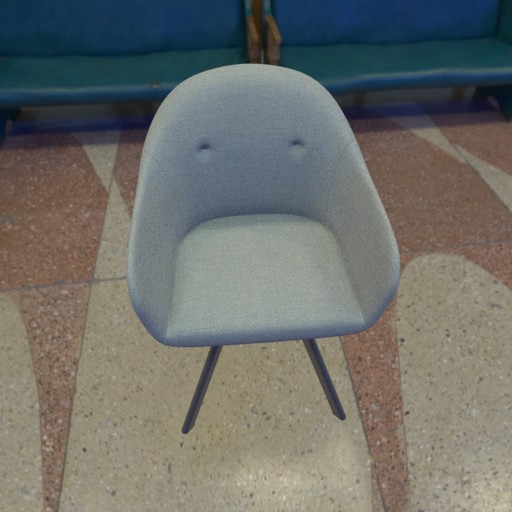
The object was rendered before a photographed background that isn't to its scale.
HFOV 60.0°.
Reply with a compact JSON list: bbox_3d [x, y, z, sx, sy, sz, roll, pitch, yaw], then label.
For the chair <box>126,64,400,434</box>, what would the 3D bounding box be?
[{"bbox_3d":[0.000,0.000,1.152,0.540,0.780,0.570,-4,46,-4],"label":"chair"}]
